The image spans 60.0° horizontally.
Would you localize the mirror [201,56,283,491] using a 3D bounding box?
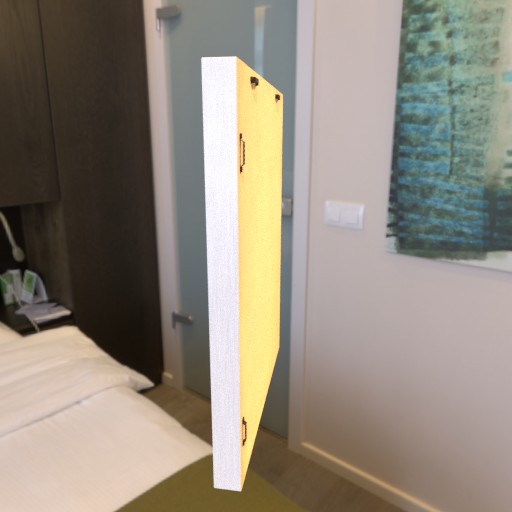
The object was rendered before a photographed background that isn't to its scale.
[{"bbox_3d":[0.000,0.000,0.690,0.041,0.509,0.406,3,15,9],"label":"mirror"}]
